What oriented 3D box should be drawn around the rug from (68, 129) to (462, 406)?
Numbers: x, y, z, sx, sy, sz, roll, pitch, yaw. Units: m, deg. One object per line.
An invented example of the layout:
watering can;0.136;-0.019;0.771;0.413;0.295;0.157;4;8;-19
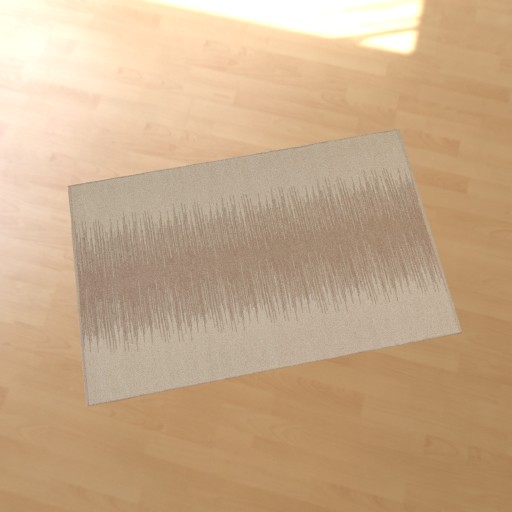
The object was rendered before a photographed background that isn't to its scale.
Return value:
rug;0.000;0.000;3.013;2.440;0.012;1.522;-10;75;-3
